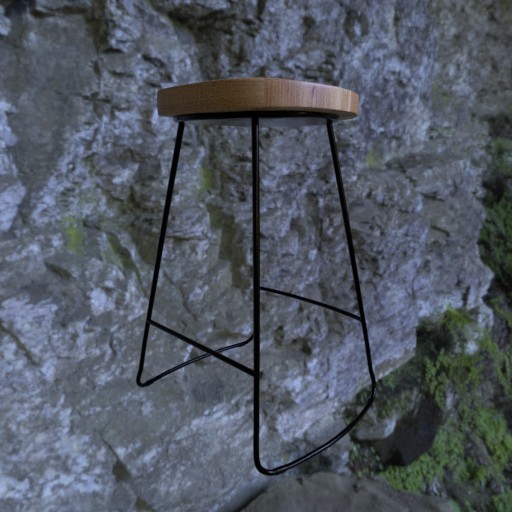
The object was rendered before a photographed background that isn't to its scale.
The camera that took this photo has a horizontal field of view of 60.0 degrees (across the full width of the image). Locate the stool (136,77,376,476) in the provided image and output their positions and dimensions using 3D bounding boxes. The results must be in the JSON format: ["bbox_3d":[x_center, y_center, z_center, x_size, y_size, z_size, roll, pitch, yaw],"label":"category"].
[{"bbox_3d":[0.000,0.000,0.972,0.401,0.679,0.480,-14,19,-43],"label":"stool"}]
